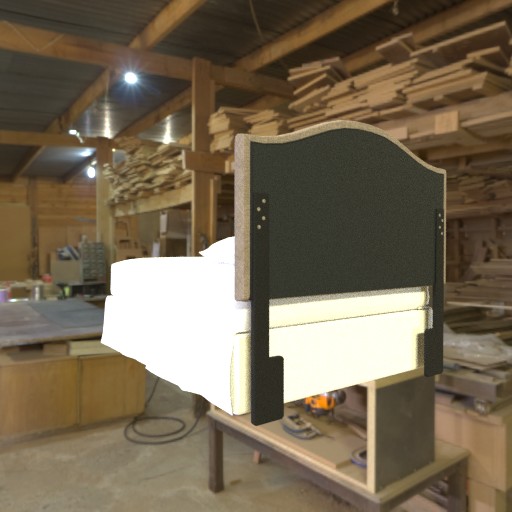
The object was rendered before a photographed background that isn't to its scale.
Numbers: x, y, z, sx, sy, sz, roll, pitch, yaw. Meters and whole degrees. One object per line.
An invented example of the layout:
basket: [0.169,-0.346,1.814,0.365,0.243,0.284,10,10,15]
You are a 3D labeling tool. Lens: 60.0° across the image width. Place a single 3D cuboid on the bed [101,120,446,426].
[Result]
bed: [0.000,0.000,3.339,1.713,1.518,2.153,-1,1,-35]
